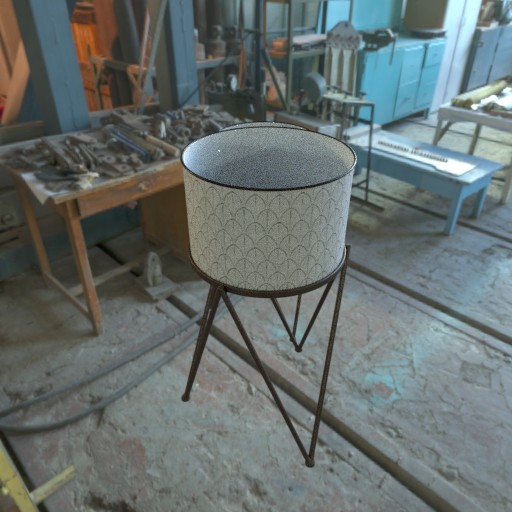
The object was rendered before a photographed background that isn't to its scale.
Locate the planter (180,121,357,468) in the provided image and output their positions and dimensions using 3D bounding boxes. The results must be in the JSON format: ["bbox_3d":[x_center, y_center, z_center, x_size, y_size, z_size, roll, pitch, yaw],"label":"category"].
[{"bbox_3d":[0.000,0.000,1.192,0.413,0.712,0.769,0,33,0],"label":"planter"}]
